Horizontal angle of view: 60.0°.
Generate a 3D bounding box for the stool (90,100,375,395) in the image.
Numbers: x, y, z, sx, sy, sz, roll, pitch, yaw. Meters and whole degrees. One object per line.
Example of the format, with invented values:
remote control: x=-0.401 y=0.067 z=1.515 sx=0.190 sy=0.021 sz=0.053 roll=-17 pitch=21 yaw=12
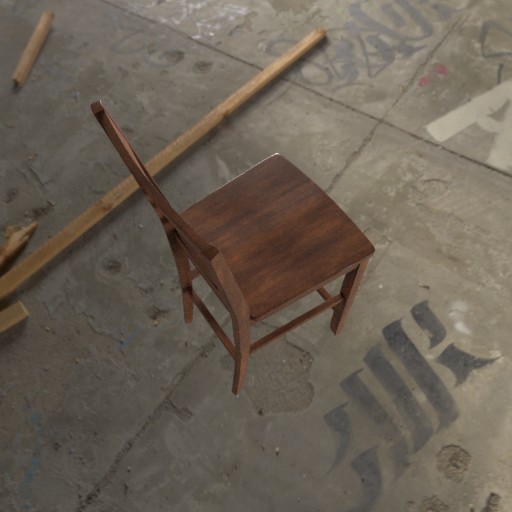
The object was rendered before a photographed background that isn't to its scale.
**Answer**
stool: x=0.000 y=0.000 z=1.348 sx=0.539 sy=1.079 sz=0.462 roll=-31 pitch=64 yaw=-18
